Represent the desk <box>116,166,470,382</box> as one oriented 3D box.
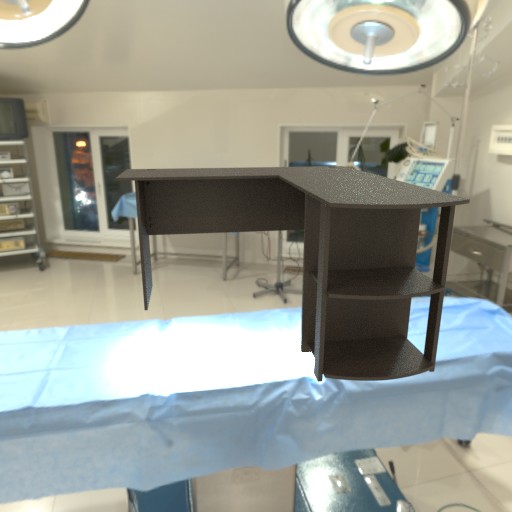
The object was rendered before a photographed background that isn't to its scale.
[{"bbox_3d":[0.000,0.000,2.119,1.303,0.716,1.361,-3,17,-8],"label":"desk"}]
